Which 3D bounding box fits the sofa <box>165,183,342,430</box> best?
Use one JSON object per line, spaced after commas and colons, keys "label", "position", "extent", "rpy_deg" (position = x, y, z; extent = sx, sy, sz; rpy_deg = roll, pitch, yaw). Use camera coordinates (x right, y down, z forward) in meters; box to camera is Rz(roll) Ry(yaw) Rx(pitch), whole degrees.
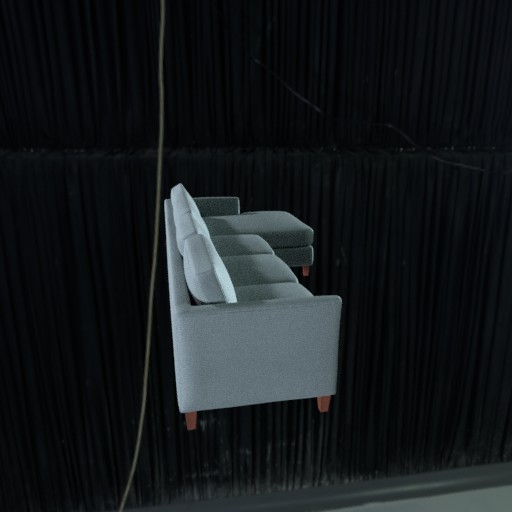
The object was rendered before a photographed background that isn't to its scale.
{"label": "sofa", "position": [0.000, 0.000, 4.090], "extent": [1.604, 0.950, 3.471], "rpy_deg": [-4, 18, -11]}
